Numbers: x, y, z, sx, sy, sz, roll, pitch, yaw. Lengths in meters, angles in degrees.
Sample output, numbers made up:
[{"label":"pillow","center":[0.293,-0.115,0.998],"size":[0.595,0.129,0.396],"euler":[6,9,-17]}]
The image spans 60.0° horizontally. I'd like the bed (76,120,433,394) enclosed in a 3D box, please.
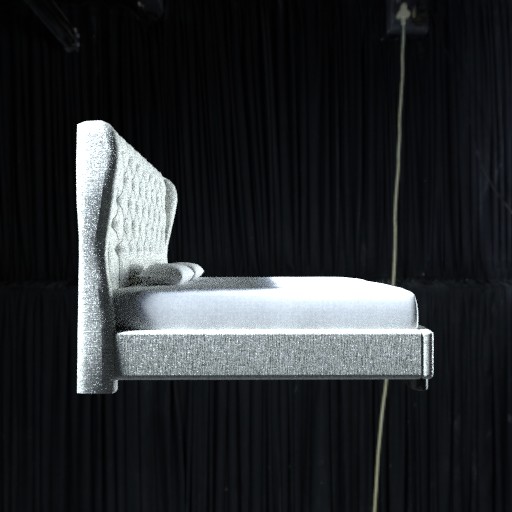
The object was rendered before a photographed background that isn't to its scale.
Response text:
[{"label":"bed","center":[0.000,0.000,3.929],"size":[2.347,1.771,2.219],"euler":[0,0,0]}]
